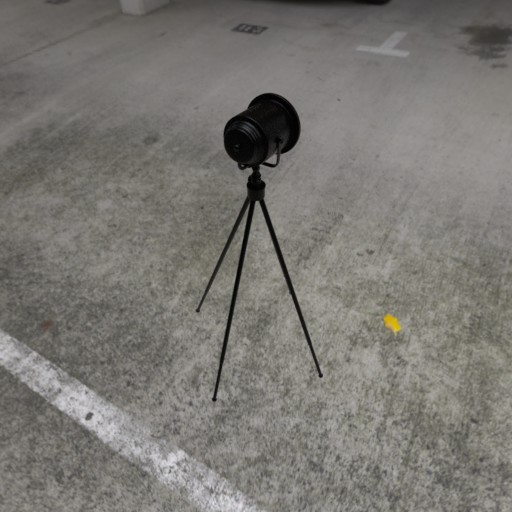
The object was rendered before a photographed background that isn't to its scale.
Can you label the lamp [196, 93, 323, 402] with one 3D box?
[{"bbox_3d":[0.000,0.000,2.092,0.879,1.504,0.884,24,52,21],"label":"lamp"}]
